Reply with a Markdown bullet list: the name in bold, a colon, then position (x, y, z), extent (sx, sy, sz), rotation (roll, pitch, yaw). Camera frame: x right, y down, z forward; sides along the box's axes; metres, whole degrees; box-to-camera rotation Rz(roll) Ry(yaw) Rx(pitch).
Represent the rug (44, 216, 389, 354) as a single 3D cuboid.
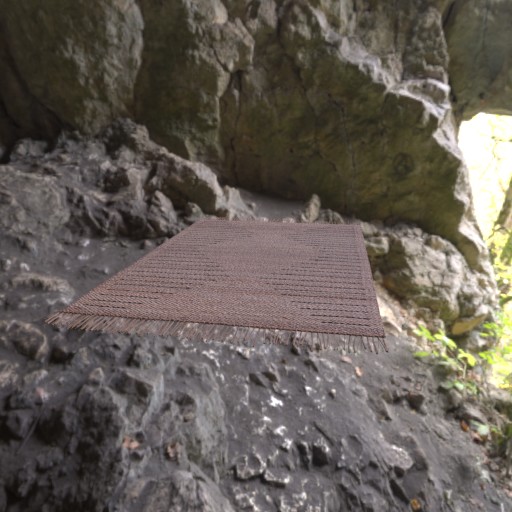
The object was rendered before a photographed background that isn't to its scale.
- **rug**: position (0.000, 0.000, 2.466), extent (1.224, 0.027, 2.085), rotation (3, 16, 10)
